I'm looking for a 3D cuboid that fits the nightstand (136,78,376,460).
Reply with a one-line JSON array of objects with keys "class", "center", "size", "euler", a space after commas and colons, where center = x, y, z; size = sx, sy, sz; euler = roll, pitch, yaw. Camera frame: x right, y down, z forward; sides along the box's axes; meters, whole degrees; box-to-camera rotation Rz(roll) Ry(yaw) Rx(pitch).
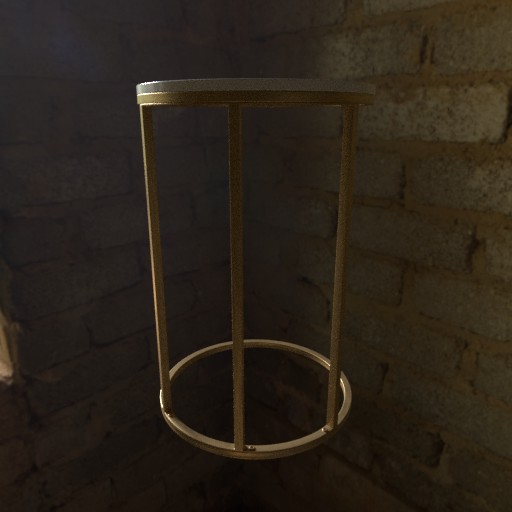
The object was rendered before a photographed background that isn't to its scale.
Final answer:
[{"class": "nightstand", "center": [0.000, 0.000, 0.857], "size": [0.400, 0.610, 0.400], "euler": [3, 18, 8]}]
